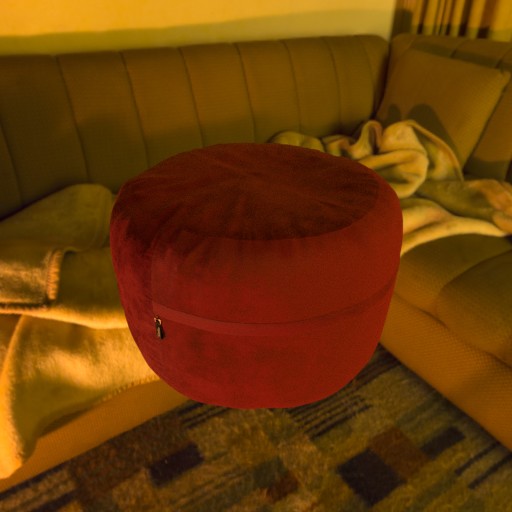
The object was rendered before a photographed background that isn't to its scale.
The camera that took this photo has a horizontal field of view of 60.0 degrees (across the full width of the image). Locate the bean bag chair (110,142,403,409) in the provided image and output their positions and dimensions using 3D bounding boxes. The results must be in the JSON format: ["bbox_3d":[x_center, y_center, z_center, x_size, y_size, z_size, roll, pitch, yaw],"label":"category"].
[{"bbox_3d":[0.000,0.000,1.986,1.219,0.762,1.219,0,32,0],"label":"bean bag chair"}]
